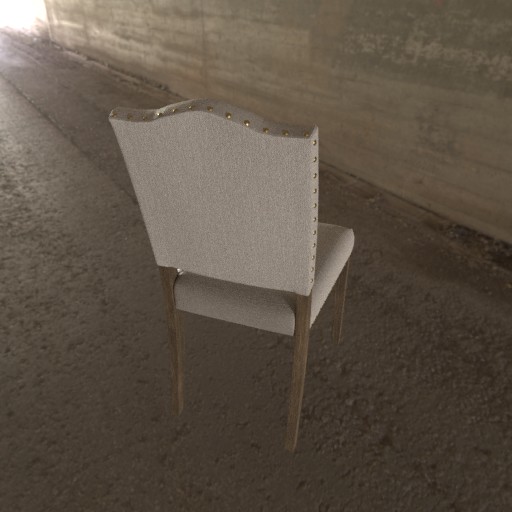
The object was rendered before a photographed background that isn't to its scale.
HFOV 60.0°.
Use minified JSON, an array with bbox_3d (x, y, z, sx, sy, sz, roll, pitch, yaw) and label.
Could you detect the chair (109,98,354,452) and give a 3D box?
[{"bbox_3d":[0.000,0.000,1.331,0.508,1.020,0.620,11,33,17],"label":"chair"}]
